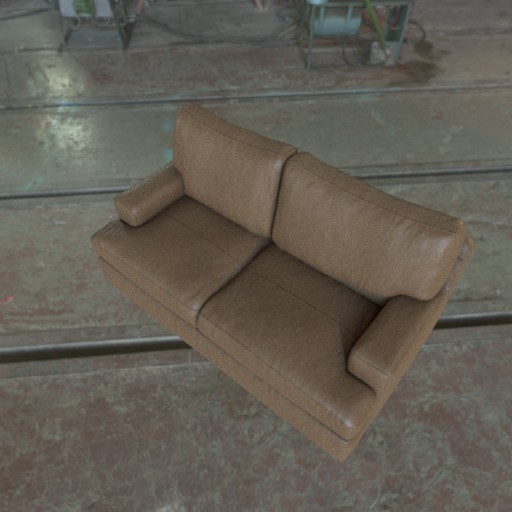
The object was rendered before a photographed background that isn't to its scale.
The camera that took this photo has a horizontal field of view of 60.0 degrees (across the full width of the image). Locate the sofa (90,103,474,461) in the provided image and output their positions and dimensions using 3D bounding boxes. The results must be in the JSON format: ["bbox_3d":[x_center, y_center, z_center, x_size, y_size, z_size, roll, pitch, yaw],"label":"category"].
[{"bbox_3d":[0.000,0.000,2.402,1.855,0.980,0.962,31,54,26],"label":"sofa"}]
